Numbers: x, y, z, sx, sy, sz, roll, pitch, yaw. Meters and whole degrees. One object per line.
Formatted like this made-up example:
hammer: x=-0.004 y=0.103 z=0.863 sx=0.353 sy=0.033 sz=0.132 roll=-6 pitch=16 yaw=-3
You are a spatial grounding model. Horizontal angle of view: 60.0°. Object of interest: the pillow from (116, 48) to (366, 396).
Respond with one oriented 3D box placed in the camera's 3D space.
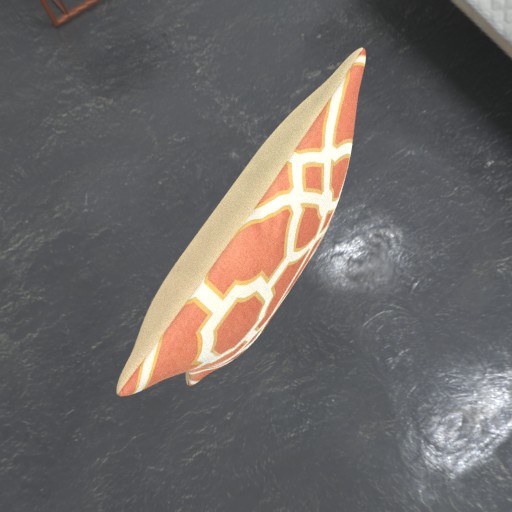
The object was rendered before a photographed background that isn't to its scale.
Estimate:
pillow: x=0.000 y=0.000 z=0.798 sx=0.166 sy=0.508 sz=0.552 roll=33 pitch=78 yaw=8
